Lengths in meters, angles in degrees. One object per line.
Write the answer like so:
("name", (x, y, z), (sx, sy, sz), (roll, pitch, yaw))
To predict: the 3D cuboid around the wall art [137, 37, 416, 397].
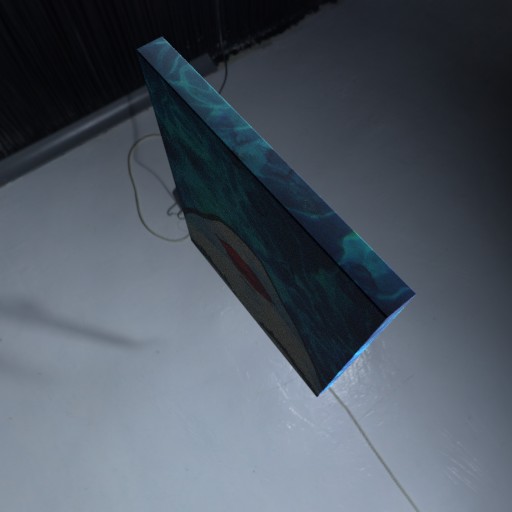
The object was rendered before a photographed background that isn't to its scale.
("wall art", (0.000, 0.000, 0.704), (0.038, 0.508, 0.432), (-35, 69, -15))
